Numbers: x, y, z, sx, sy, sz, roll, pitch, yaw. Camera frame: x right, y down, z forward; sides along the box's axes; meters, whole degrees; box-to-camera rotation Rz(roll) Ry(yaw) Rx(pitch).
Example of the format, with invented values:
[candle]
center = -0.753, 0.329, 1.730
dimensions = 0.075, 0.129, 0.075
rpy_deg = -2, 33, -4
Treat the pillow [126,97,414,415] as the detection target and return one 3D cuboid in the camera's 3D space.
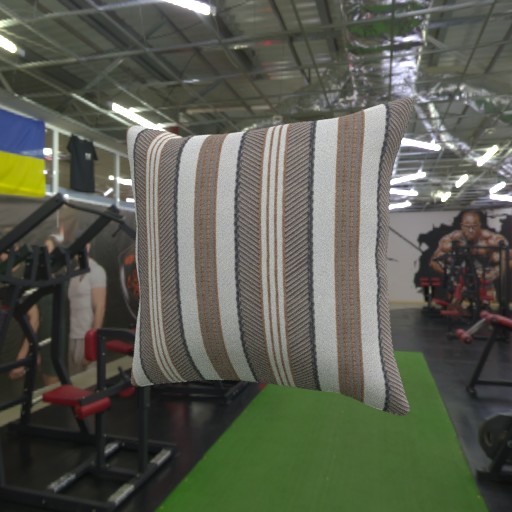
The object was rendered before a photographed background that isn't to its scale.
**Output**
[pillow]
center = 0.000, 0.000, 0.620
dimensions = 0.416, 0.401, 0.173
rpy_deg = 0, 0, 18
